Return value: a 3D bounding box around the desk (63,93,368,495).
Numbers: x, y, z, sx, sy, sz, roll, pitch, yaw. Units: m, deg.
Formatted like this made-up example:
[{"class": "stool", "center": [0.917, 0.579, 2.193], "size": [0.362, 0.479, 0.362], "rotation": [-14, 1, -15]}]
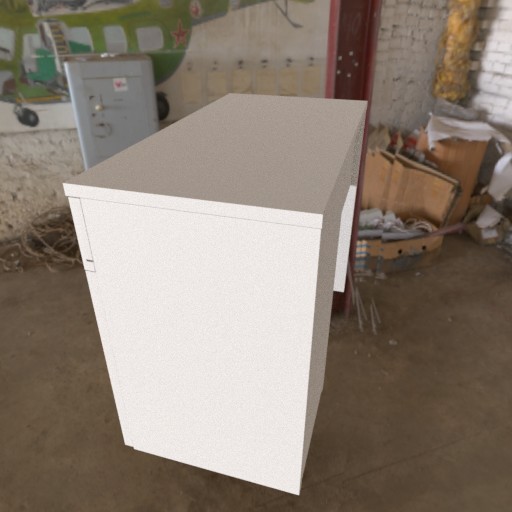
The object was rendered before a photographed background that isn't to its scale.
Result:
[{"class": "desk", "center": [0.000, 0.000, 1.293], "size": [0.482, 0.730, 0.898], "rotation": [9, 31, 14]}]
